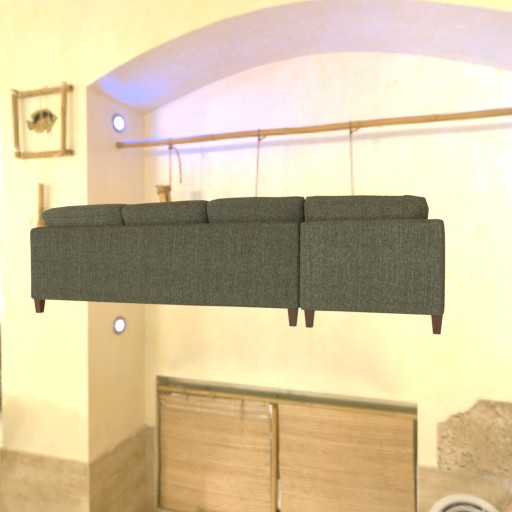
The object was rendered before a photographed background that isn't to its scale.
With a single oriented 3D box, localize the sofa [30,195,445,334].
[{"bbox_3d":[0.000,0.000,4.478,3.302,0.947,2.593,0,1,17],"label":"sofa"}]
